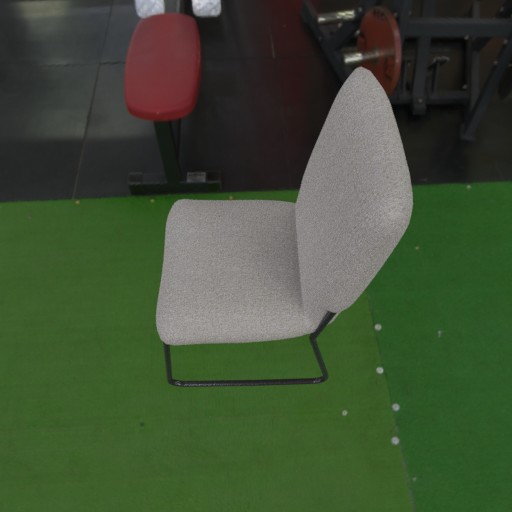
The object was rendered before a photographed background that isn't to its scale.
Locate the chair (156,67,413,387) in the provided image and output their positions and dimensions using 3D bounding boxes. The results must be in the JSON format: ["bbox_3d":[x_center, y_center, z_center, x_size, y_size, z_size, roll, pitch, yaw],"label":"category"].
[{"bbox_3d":[0.000,0.000,1.174,0.560,0.864,0.448,-1,57,-1],"label":"chair"}]
